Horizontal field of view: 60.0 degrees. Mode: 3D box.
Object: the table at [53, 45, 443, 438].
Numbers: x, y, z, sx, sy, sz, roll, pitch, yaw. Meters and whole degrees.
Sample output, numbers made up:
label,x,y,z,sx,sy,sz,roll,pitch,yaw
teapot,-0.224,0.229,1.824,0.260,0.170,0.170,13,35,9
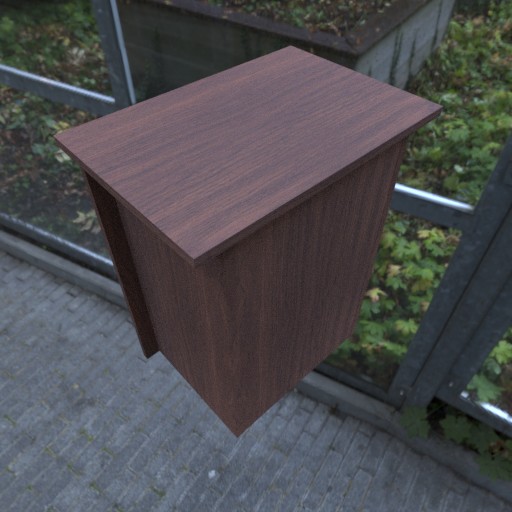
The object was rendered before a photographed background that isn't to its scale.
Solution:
label,x,y,z,sx,sy,sz,roll,pitch,yaw
table,0.000,0.000,1.060,0.589,0.711,0.406,-34,55,-28
